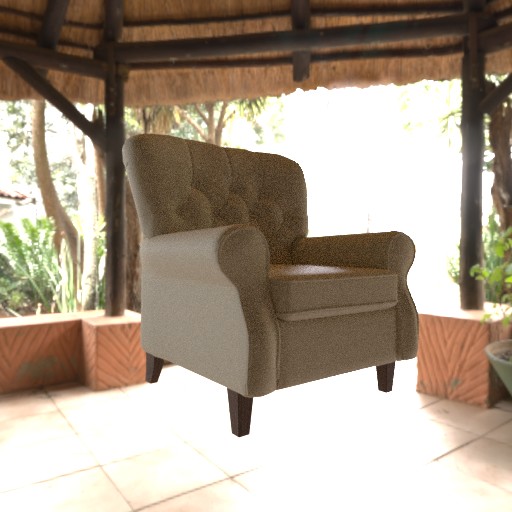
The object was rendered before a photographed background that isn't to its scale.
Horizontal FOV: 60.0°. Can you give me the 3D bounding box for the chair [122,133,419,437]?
[{"bbox_3d":[0.000,0.000,2.020,1.035,1.169,1.132,-1,1,-36],"label":"chair"}]
